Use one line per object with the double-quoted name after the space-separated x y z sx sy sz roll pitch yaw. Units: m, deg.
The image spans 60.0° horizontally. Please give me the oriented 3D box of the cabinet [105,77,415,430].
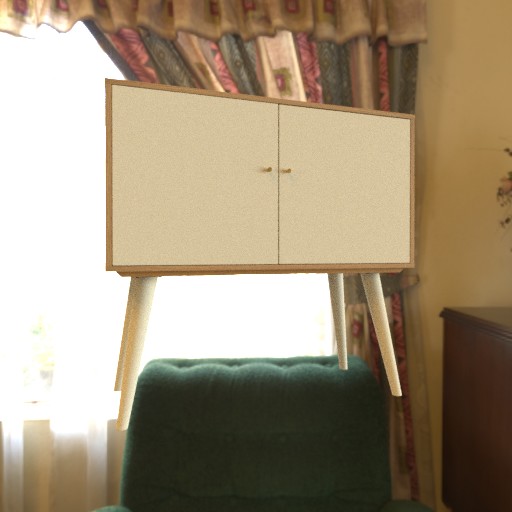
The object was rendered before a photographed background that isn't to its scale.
0.000 0.000 1.639 1.057 1.016 0.470 0 1 -19 "cabinet"
